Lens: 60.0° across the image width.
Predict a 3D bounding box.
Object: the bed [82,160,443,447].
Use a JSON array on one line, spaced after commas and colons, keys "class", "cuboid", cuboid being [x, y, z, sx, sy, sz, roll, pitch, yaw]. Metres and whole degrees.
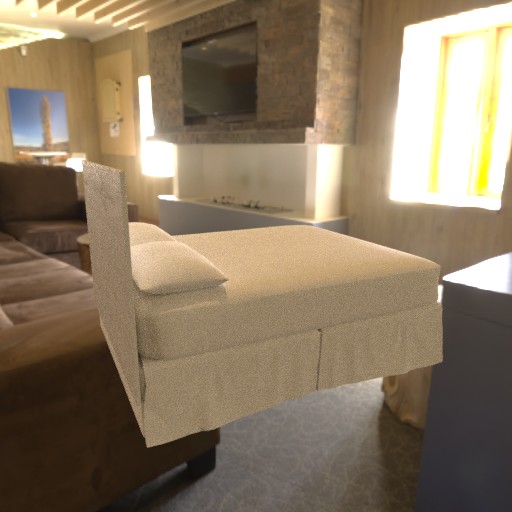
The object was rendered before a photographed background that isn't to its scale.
[{"class": "bed", "cuboid": [0.000, 0.000, 3.188, 2.094, 1.335, 1.745, -7, 16, -25]}]
